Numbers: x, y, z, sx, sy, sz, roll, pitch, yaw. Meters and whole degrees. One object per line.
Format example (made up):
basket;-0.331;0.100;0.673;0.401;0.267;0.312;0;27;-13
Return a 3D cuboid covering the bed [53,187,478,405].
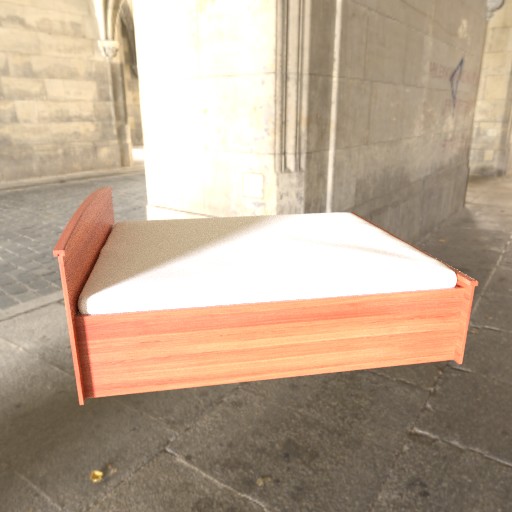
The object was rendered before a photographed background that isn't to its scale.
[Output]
bed;0.000;0.000;2.948;2.053;0.848;1.683;-3;18;-10
